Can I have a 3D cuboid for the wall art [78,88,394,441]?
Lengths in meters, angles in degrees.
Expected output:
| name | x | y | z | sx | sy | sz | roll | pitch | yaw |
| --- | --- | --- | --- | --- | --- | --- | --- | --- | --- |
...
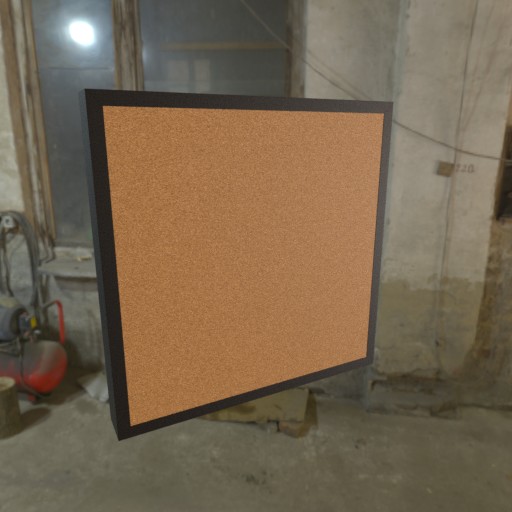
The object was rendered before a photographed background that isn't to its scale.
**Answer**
| name | x | y | z | sx | sy | sz | roll | pitch | yaw |
| --- | --- | --- | --- | --- | --- | --- | --- | --- | --- |
| wall art | 0.000 | 0.000 | 0.450 | 0.305 | 0.304 | 0.038 | -8 | 17 | -27 |
